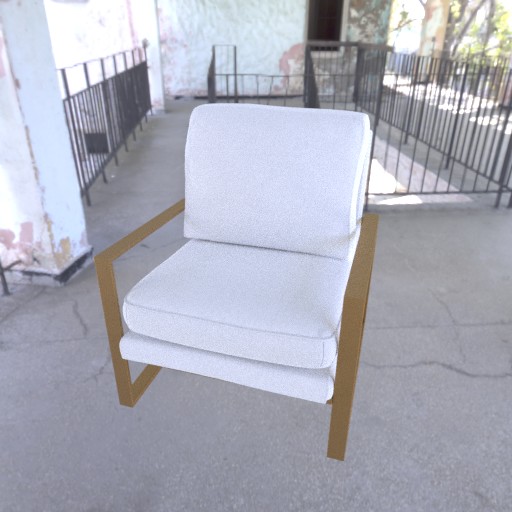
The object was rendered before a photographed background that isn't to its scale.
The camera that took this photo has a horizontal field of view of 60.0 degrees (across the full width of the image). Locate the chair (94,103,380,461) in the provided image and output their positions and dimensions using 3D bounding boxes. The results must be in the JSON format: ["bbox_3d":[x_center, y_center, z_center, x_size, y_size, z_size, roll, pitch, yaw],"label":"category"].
[{"bbox_3d":[0.000,0.000,1.585,0.805,0.966,0.813,8,28,15],"label":"chair"}]
